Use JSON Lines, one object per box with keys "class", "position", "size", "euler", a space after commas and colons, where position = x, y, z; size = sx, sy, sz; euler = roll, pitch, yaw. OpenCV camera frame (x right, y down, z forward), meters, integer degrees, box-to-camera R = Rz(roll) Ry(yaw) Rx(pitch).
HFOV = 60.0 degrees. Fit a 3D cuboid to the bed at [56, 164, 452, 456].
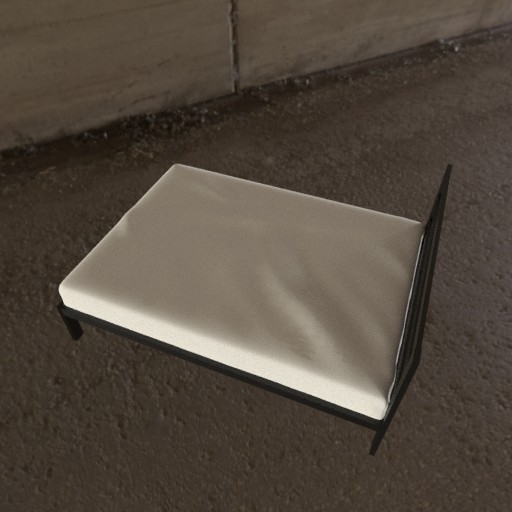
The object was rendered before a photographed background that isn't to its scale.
{"class": "bed", "position": [0.000, 0.000, 2.887], "size": [2.062, 0.967, 1.524], "euler": [16, 47, 15]}
